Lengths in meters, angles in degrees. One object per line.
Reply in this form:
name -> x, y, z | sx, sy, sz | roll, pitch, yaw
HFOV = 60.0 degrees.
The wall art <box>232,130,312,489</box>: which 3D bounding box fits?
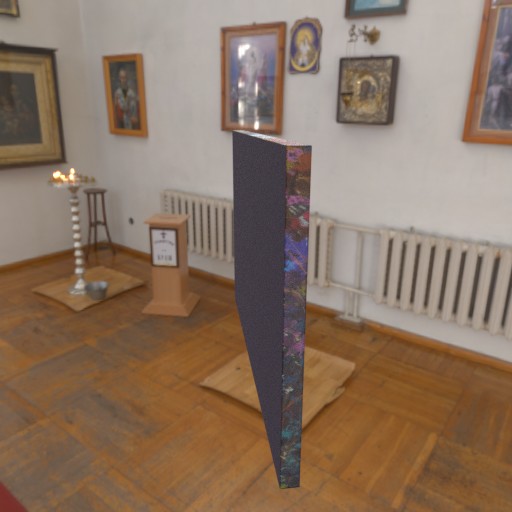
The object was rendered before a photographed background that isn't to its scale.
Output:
wall art -> 0.000, 0.000, 1.145 | 0.037, 0.604, 0.908 | -2, 17, -7
